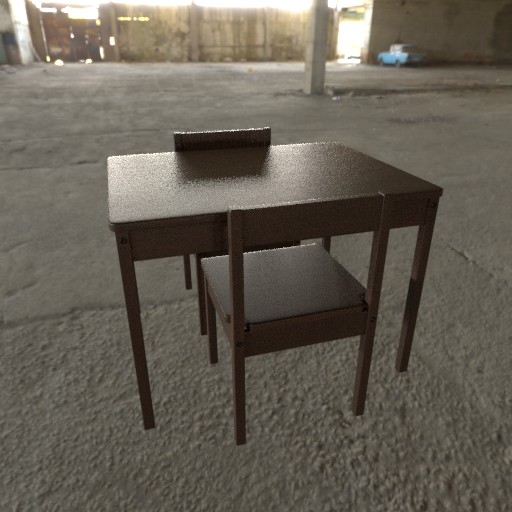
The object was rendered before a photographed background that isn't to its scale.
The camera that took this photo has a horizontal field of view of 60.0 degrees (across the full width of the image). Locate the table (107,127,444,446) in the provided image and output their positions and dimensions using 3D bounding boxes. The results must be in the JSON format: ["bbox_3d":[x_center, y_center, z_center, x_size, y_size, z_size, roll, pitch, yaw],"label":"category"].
[{"bbox_3d":[0.000,0.000,1.105,0.650,0.503,0.672,-8,27,-15],"label":"table"}]
